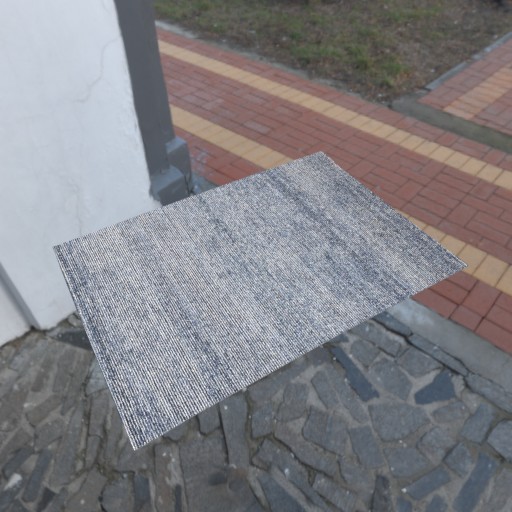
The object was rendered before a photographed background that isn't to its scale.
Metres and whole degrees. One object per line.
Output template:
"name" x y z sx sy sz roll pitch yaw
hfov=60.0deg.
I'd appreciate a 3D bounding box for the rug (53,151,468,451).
"rug" 0.000 0.000 3.025 2.349 0.030 1.624 -23 50 -21
